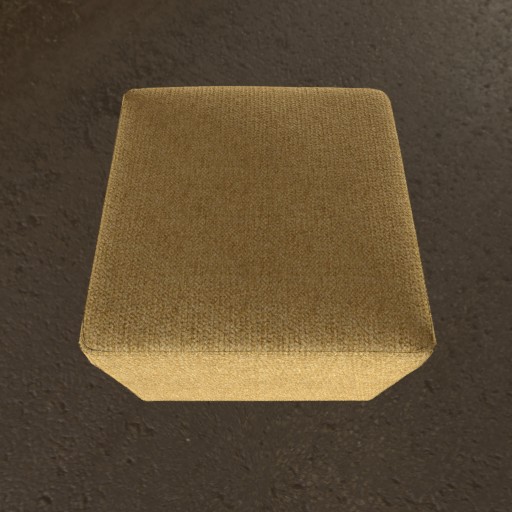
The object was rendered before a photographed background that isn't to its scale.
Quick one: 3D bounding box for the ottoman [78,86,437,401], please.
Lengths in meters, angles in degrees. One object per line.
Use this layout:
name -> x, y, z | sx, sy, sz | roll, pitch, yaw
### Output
ottoman -> 0.000, 0.000, 0.885 | 0.505, 0.441, 0.512 | 0, 63, 0
